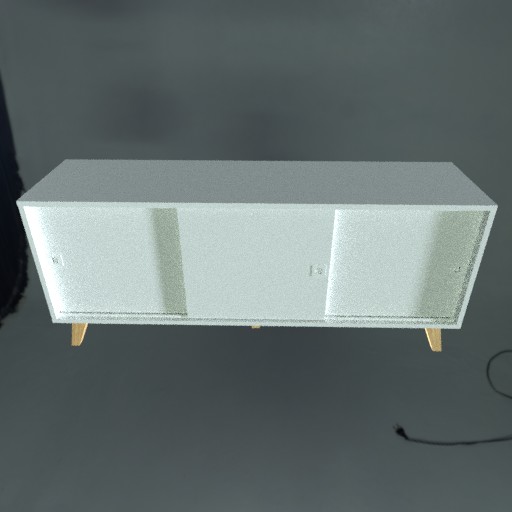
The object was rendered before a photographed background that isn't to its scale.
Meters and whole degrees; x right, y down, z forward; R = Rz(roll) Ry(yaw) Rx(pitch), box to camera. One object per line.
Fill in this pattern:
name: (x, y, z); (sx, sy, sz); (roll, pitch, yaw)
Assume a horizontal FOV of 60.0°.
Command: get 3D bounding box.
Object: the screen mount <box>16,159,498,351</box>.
screen mount: (0.000, 0.000, 1.701); (1.490, 0.619, 0.400); (1, 31, 1)
